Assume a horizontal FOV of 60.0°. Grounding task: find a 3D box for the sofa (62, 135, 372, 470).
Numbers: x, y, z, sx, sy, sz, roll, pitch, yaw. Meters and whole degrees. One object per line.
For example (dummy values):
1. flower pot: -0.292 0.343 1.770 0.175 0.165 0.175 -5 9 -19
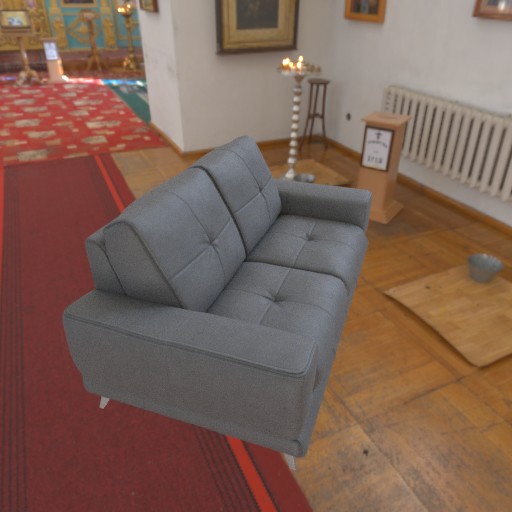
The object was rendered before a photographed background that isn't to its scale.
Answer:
1. sofa: 0.000 0.000 2.339 1.018 0.907 1.806 10 31 17
